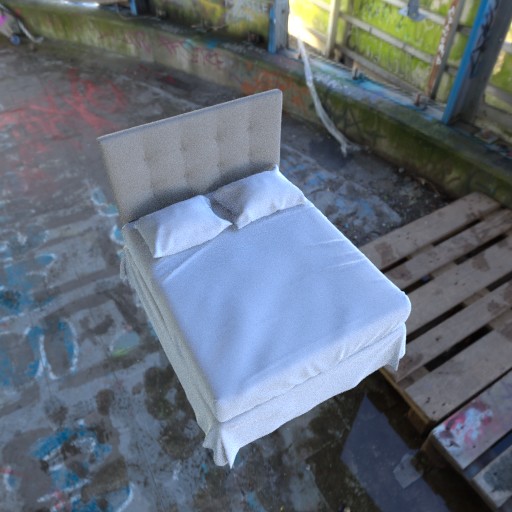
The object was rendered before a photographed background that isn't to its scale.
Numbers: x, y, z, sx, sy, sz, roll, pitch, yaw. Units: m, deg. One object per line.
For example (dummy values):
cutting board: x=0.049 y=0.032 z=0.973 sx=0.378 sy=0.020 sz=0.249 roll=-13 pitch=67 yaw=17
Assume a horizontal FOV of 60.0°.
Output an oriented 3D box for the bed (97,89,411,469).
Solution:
bed: x=0.000 y=0.000 z=3.580 sx=1.936 sy=1.577 sz=2.222 roll=-23 pitch=51 yaw=-20
